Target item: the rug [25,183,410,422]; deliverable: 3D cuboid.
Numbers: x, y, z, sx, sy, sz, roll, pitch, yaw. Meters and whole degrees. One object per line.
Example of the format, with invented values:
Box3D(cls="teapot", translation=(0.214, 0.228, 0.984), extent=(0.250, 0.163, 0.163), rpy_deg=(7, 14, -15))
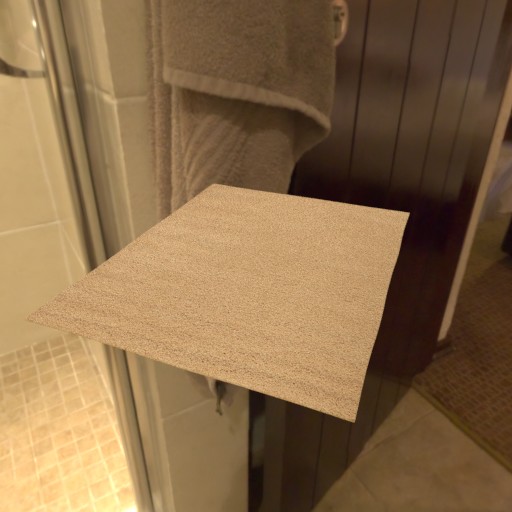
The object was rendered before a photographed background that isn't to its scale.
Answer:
Box3D(cls="rug", translation=(0.000, 0.000, 4.035), extent=(2.400, 0.026, 3.000), rpy_deg=(11, 32, 19))
